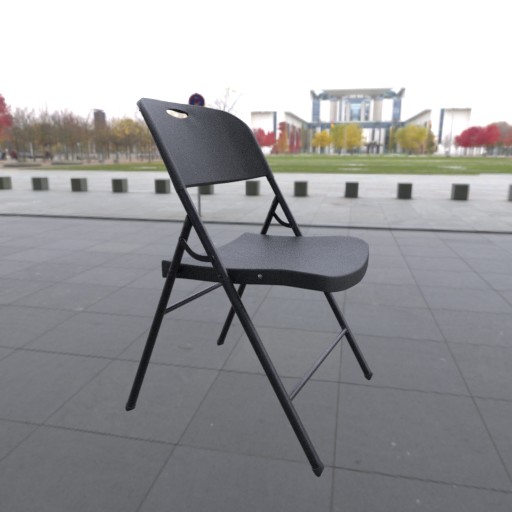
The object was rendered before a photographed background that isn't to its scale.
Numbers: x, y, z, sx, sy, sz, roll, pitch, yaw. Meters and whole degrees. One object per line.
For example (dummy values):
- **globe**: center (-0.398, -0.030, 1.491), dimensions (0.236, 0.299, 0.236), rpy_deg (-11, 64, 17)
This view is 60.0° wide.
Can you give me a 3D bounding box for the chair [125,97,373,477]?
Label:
- **chair**: center (0.000, 0.000, 1.188), dimensions (0.567, 0.810, 0.494), rpy_deg (7, 15, 26)
